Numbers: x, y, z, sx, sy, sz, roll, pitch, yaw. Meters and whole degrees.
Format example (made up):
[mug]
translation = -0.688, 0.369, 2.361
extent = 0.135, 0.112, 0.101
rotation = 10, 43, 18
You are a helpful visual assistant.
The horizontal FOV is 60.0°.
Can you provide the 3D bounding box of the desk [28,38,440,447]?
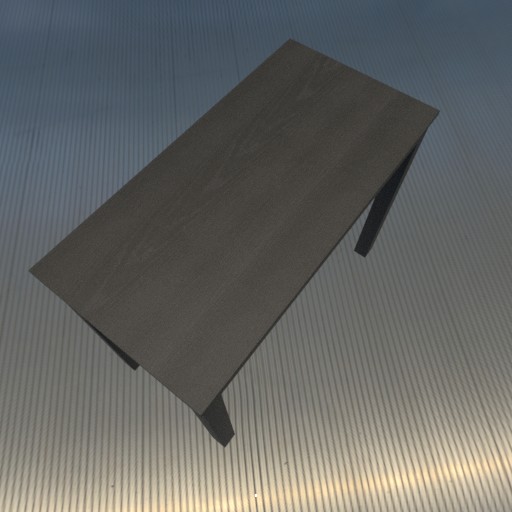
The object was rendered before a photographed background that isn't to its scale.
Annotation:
[desk]
translation = 0.000, 0.000, 1.420
extent = 0.499, 0.762, 0.991
rotation = 34, 67, 17
